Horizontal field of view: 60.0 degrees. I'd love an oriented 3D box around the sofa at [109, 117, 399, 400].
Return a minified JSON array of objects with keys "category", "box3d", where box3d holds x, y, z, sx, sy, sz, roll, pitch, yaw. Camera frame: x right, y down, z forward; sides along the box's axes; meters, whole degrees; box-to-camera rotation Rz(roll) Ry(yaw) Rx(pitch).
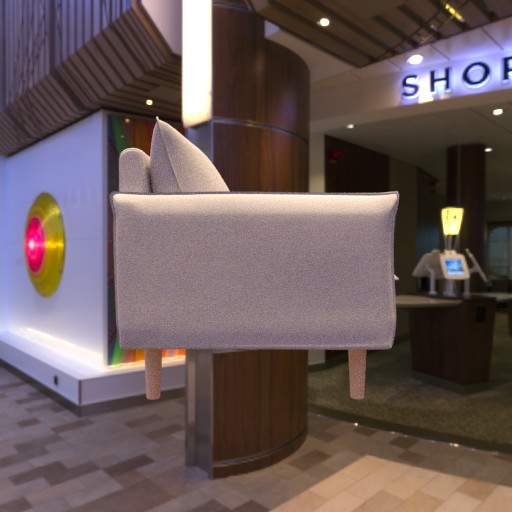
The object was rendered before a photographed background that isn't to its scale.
[{"category":"sofa","box3d":[0.000,0.000,1.857,0.820,0.840,1.300,0,1,0]}]
